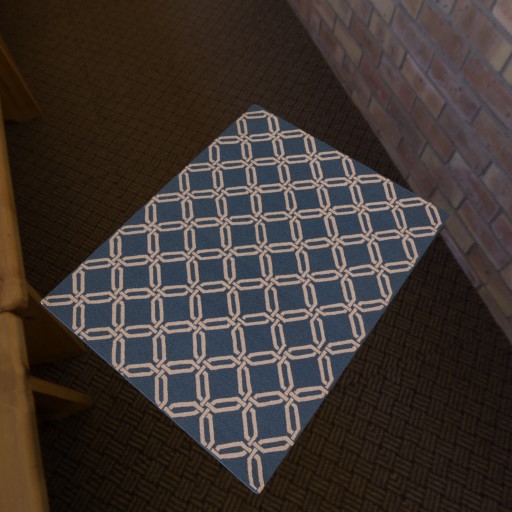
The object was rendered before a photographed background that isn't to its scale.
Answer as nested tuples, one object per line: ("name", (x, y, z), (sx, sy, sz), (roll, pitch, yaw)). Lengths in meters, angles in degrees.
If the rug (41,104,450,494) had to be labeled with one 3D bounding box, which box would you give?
("rug", (0.000, 0.000, 3.840), (2.277, 0.020, 2.867), (35, 67, 17))
